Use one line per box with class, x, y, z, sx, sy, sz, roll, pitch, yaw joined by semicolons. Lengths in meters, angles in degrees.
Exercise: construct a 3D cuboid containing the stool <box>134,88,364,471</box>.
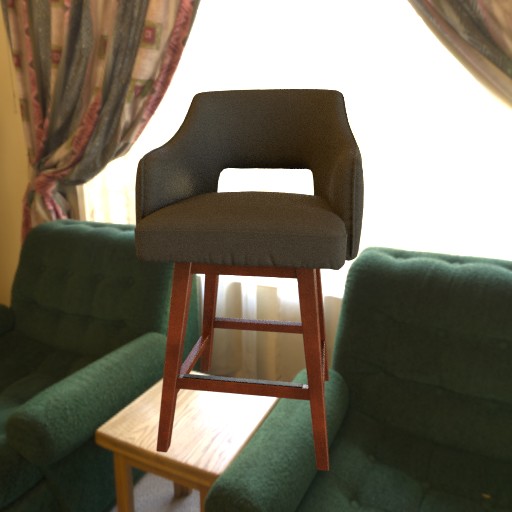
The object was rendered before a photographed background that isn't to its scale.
stool;0.000;0.000;1.211;0.548;0.912;0.558;2;15;9
